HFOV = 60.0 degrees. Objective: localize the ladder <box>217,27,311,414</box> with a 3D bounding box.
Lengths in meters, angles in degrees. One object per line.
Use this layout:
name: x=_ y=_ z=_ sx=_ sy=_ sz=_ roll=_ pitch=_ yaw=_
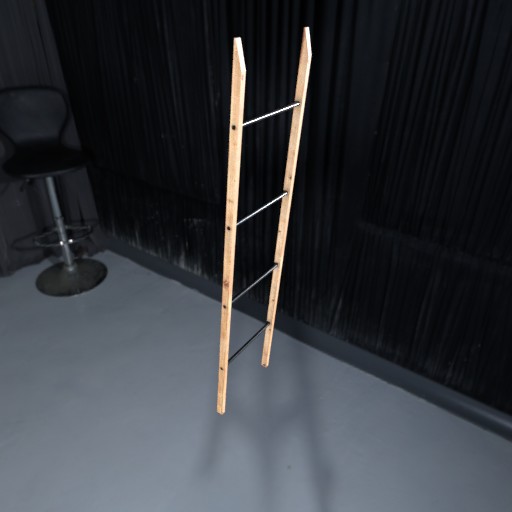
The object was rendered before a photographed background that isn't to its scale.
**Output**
ladder: x=0.000 y=0.000 z=1.983 sx=0.200 sy=1.805 sz=0.442 roll=21 pitch=37 yaw=29
